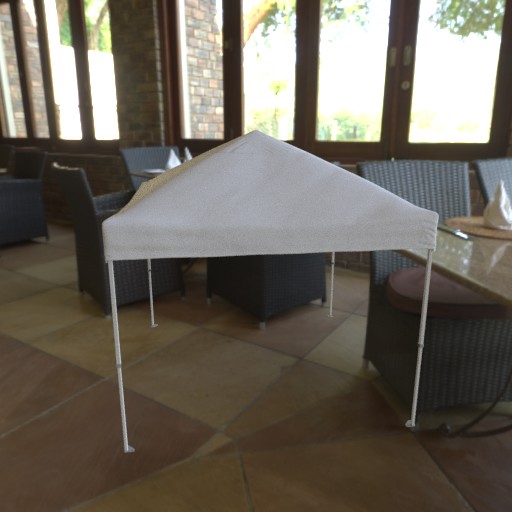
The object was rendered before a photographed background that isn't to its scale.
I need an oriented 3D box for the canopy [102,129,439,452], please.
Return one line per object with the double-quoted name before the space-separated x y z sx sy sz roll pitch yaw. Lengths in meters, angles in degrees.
"canopy" 0.000 0.000 5.464 2.996 2.997 2.998 -2 16 -7
